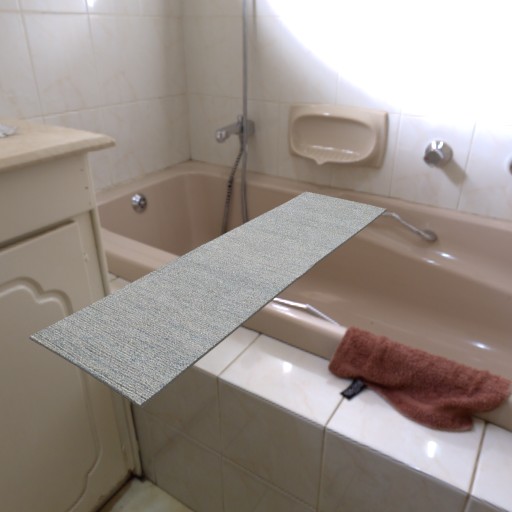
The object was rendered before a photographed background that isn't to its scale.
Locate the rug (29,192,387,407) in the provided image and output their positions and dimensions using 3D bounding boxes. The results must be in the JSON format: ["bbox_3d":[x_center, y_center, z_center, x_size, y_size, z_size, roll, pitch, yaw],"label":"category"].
[{"bbox_3d":[0.000,0.000,2.538,0.675,0.037,2.341,18,32,31],"label":"rug"}]
